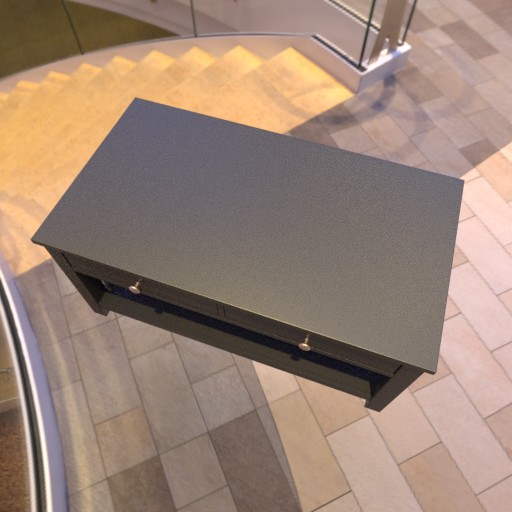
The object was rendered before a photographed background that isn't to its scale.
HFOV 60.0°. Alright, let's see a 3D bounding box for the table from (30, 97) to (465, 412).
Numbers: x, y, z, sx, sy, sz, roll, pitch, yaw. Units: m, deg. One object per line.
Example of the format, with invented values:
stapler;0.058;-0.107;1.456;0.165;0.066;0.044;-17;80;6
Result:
table;0.000;0.000;1.440;1.068;0.493;0.612;17;60;10
